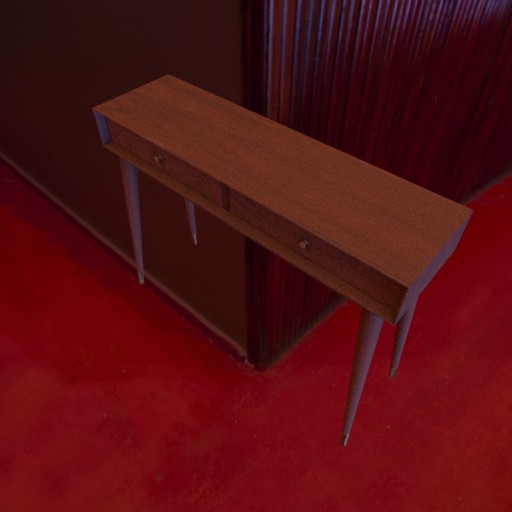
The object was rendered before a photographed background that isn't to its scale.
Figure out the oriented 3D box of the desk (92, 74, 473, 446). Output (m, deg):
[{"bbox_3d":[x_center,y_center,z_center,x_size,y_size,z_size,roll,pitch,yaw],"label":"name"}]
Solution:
[{"bbox_3d":[0.000,0.000,1.672,1.204,0.917,0.384,33,55,27],"label":"desk"}]
